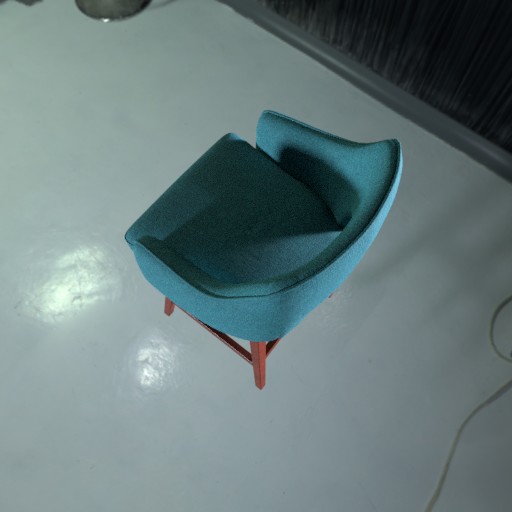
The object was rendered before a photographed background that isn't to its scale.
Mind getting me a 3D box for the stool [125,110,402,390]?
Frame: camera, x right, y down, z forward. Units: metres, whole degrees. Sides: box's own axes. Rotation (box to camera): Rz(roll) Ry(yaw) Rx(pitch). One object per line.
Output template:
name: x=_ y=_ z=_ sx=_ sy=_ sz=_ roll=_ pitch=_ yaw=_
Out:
stool: x=0.000 y=0.000 z=1.303 sx=0.556 sy=0.961 sz=0.548 roll=35 pitch=70 yaw=15
